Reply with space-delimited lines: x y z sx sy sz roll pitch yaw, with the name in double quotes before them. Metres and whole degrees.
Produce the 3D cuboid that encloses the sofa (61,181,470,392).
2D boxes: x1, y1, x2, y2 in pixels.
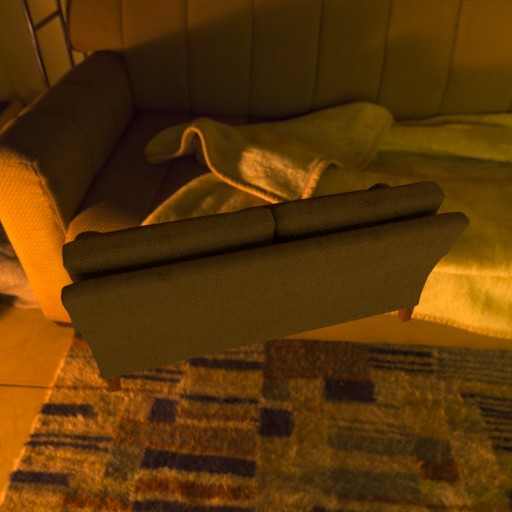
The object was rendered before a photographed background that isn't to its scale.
"sofa" 0.000 0.000 2.821 2.165 1.087 1.086 -11 42 -12
